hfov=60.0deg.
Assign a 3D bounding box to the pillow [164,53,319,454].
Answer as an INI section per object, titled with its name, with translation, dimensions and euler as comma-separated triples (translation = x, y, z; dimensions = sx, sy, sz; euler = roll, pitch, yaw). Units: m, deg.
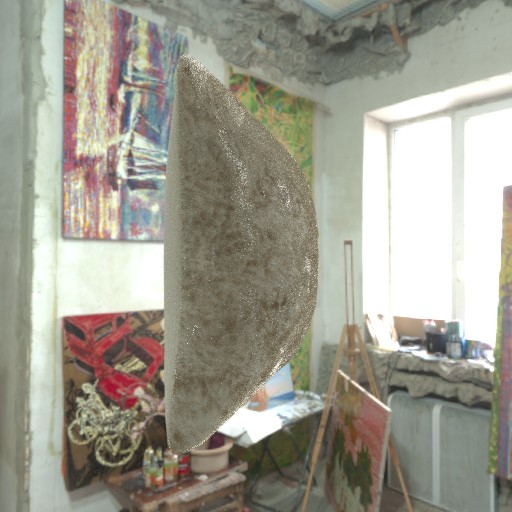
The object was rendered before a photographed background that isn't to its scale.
[pillow]
translation = 0.000, 0.000, 0.805
dimensions = 0.216, 0.525, 0.538
euler = 0, -1, 17
